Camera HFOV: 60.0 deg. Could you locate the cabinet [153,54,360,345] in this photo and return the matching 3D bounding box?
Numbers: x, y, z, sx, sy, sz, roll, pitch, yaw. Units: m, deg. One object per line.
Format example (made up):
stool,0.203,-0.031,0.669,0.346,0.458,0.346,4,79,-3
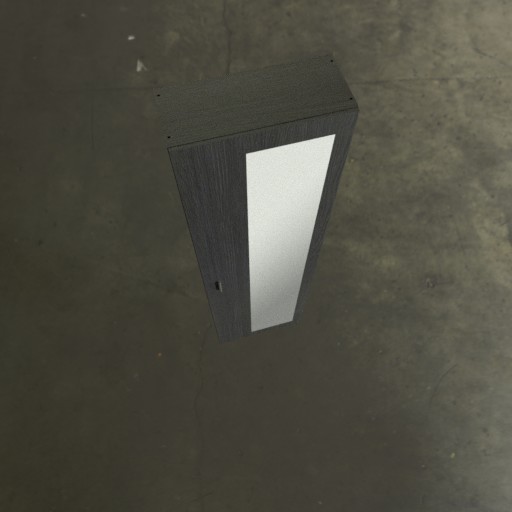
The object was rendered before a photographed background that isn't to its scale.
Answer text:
cabinet,0.000,0.000,1.948,0.500,1.790,0.230,-14,64,-7
